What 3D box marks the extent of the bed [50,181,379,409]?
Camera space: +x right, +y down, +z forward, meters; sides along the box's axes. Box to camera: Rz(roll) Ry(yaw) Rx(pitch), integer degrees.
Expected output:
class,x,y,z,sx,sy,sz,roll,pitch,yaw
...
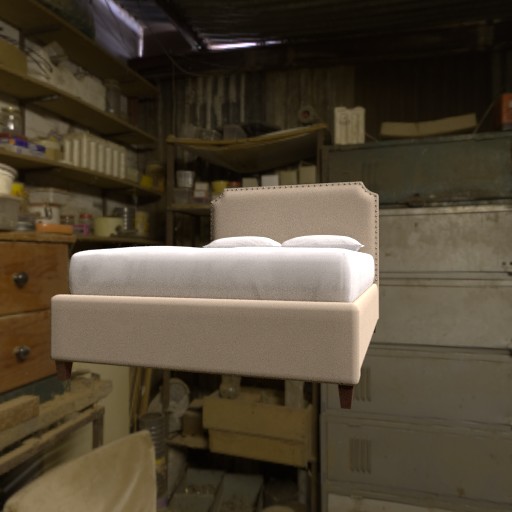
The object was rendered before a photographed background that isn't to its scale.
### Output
class,x,y,z,sx,sy,sz,roll,pitch,yaw
bed,0.000,0.000,3.339,1.703,1.415,2.329,0,-1,18
